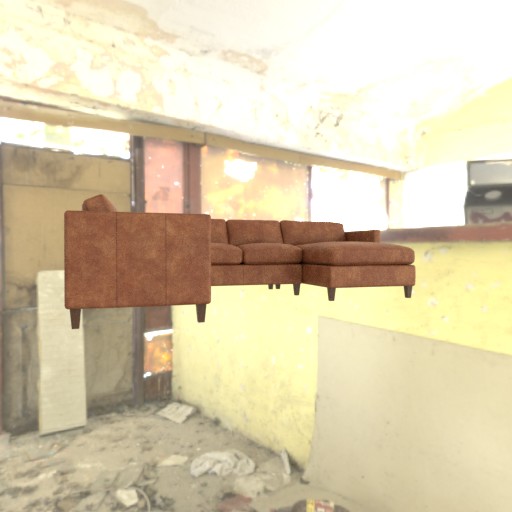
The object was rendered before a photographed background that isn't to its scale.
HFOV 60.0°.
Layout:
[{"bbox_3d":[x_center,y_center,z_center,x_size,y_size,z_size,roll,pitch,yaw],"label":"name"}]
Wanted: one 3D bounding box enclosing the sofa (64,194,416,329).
[{"bbox_3d":[0.000,0.000,4.424,3.324,0.888,2.452,0,1,-19],"label":"sofa"}]
